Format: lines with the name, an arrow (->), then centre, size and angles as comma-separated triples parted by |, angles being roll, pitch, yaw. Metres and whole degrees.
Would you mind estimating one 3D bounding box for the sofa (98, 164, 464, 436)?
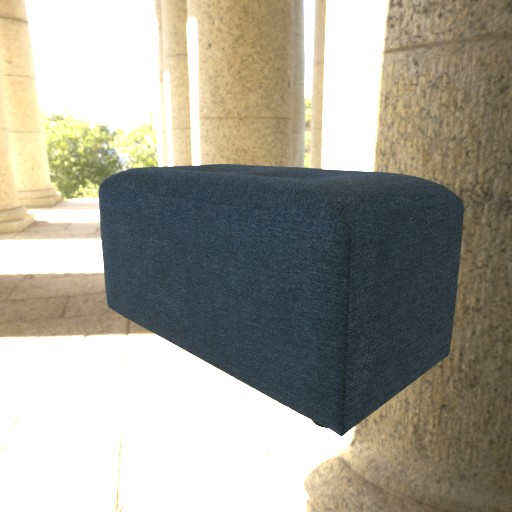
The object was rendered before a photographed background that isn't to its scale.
sofa -> 0.000, 0.000, 1.223 | 0.480, 0.470, 0.930 | -14, 20, -42
